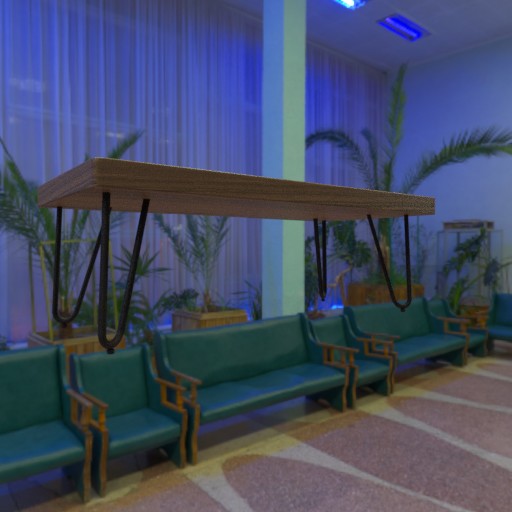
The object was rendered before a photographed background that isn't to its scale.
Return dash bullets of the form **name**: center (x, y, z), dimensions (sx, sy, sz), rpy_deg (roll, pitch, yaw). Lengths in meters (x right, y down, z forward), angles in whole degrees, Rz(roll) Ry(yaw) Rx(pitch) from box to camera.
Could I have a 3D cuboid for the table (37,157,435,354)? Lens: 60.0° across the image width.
- **table**: center (0.000, 0.000, 1.653), dimensions (1.375, 0.468, 0.637), rpy_deg (-1, 1, -37)
